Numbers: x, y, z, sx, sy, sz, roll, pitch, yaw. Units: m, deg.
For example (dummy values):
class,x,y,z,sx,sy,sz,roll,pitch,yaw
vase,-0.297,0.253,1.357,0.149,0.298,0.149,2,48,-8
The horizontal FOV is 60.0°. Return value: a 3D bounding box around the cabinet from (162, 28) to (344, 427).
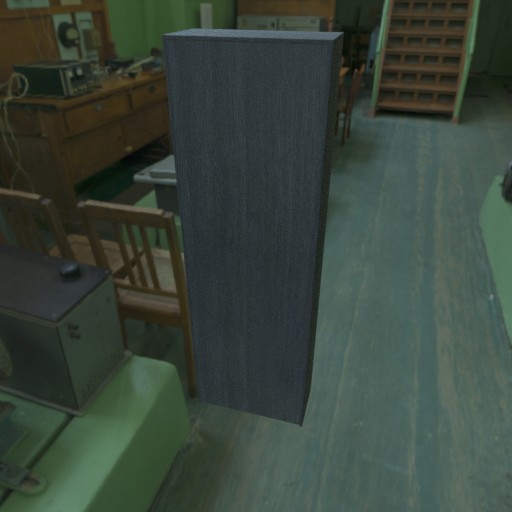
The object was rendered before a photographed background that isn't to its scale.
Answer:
class,x,y,z,sx,sy,sz,roll,pitch,yaw
cabinet,0.000,0.000,1.808,0.520,1.630,0.255,9,32,14
